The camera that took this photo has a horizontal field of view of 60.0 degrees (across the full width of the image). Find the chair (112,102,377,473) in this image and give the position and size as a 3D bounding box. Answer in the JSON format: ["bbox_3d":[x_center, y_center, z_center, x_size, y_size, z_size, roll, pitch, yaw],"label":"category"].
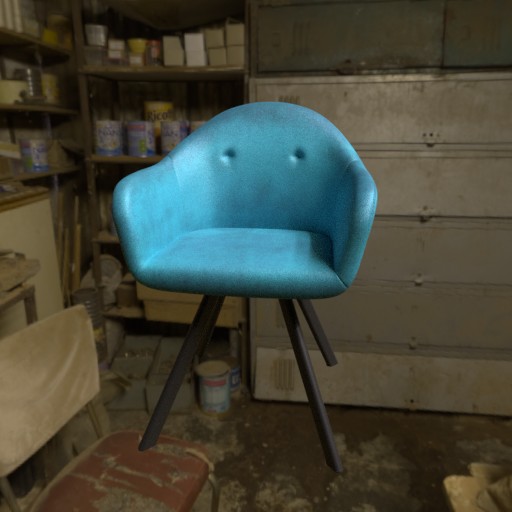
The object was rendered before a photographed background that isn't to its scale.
[{"bbox_3d":[0.000,0.000,1.139,0.540,0.780,0.570,2,16,8],"label":"chair"}]
